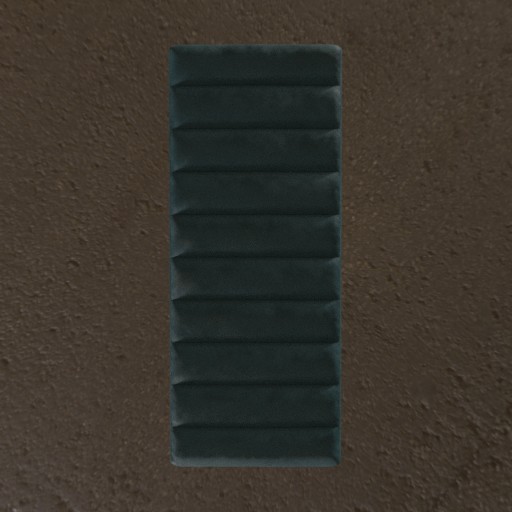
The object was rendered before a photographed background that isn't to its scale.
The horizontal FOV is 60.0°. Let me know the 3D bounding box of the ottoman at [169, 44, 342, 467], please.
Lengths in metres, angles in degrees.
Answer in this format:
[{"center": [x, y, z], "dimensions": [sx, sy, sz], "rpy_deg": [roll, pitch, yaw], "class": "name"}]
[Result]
[{"center": [0.000, 0.000, 1.398], "dimensions": [0.482, 0.469, 1.151], "rpy_deg": [0, 91, 0], "class": "ottoman"}]
